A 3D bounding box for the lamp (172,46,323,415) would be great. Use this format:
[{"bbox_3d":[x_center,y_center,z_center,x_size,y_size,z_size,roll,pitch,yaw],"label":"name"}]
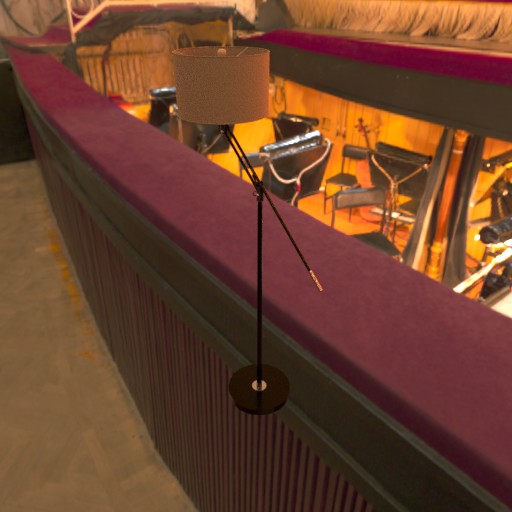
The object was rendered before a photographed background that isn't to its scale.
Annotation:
[{"bbox_3d":[0.000,0.000,1.963,0.373,1.635,0.809,-21,36,-32],"label":"lamp"}]
